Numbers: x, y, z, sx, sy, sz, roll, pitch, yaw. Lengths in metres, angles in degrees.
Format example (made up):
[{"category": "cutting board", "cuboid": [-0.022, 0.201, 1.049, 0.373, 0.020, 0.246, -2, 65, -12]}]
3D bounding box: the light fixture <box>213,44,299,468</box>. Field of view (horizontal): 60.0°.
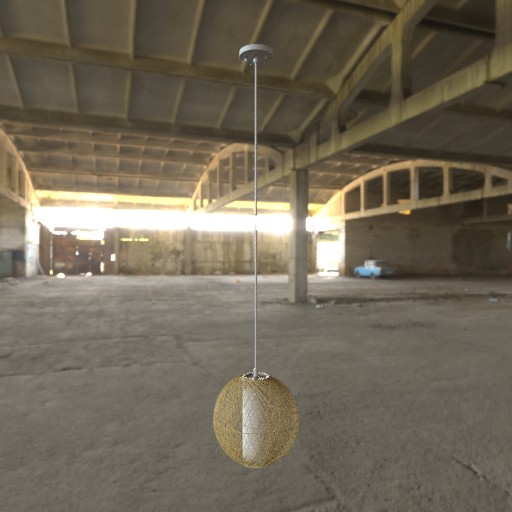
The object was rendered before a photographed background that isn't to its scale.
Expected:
[{"category": "light fixture", "cuboid": [0.000, 0.000, 2.122, 0.407, 1.955, 0.406, 0, 0, -19]}]
